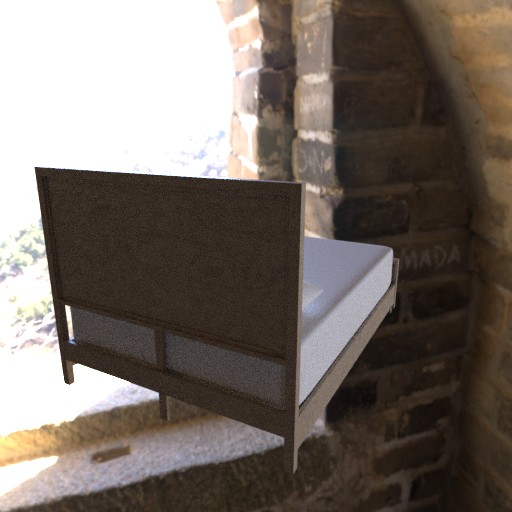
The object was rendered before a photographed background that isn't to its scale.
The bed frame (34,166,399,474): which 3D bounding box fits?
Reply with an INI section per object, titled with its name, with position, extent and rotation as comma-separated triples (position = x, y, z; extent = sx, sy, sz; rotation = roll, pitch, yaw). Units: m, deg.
[bed frame]
position = 0.000, 0.000, 3.201
extent = 1.606, 1.369, 2.189
rotation = 9, 18, 28
